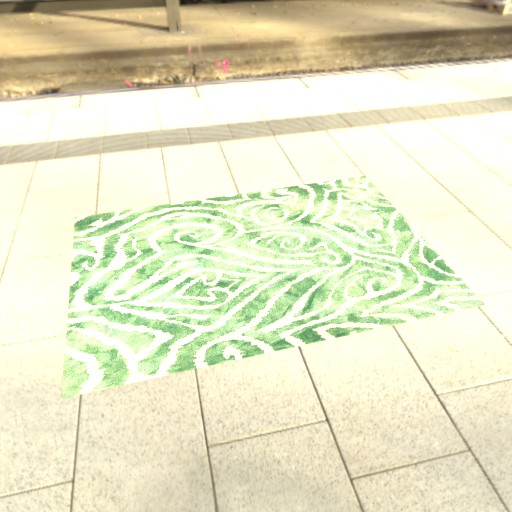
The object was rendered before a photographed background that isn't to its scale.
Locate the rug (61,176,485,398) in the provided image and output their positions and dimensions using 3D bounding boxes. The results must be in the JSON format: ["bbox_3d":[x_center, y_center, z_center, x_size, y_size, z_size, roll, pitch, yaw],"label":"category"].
[{"bbox_3d":[0.000,0.000,2.282,1.826,0.006,1.220,-10,40,-12],"label":"rug"}]
